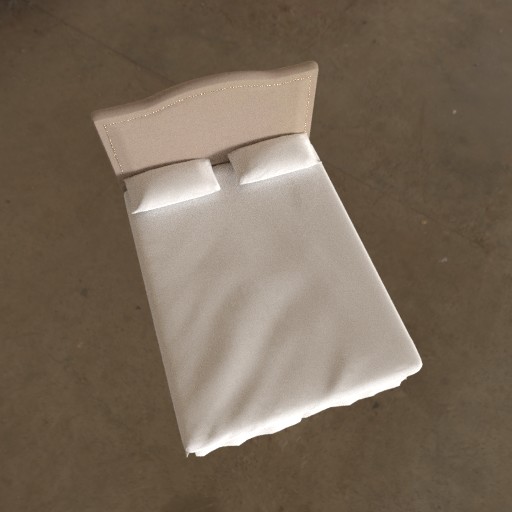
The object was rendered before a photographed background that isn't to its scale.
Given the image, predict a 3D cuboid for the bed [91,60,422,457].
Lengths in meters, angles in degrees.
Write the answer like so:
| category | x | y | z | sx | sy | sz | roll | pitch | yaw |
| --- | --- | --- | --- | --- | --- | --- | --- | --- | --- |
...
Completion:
| category | x | y | z | sx | sy | sz | roll | pitch | yaw |
| --- | --- | --- | --- | --- | --- | --- | --- | --- | --- |
| bed | 0.000 | 0.000 | 3.289 | 1.821 | 1.436 | 2.282 | -16 | 64 | -8 |
